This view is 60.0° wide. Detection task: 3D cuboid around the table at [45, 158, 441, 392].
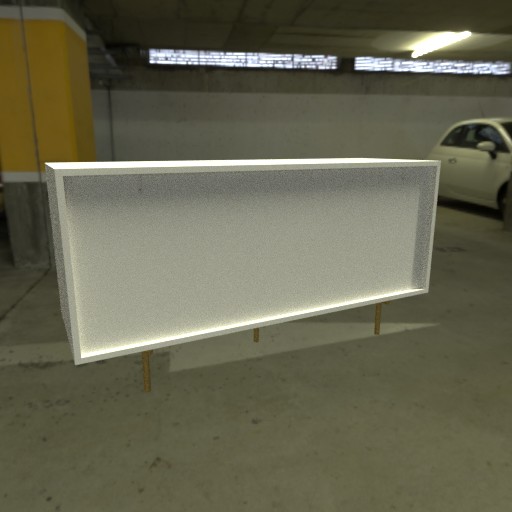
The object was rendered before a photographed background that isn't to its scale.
[{"bbox_3d":[0.000,0.000,1.851,1.500,0.769,0.508,-7,16,-27],"label":"table"}]
